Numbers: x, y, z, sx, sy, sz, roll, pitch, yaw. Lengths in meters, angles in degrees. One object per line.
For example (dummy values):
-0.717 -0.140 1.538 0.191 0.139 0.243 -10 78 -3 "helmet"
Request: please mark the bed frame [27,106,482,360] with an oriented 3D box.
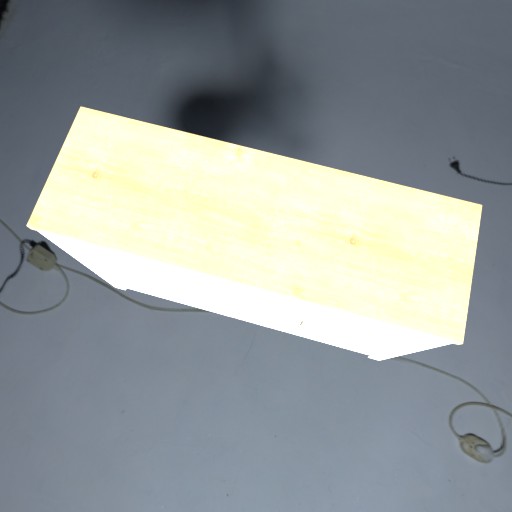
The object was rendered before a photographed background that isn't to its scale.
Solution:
0.000 0.000 1.735 1.300 0.850 0.430 15 74 4 "bed frame"
